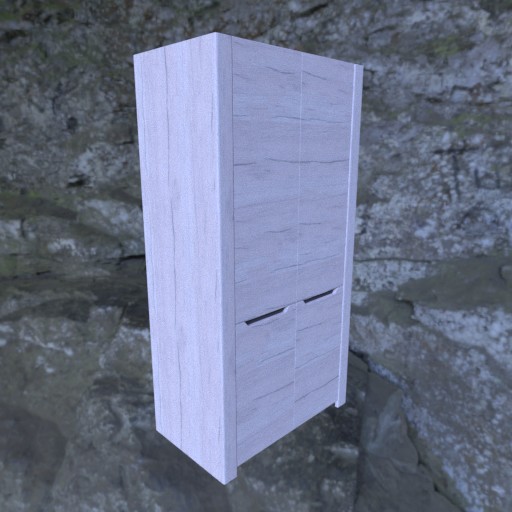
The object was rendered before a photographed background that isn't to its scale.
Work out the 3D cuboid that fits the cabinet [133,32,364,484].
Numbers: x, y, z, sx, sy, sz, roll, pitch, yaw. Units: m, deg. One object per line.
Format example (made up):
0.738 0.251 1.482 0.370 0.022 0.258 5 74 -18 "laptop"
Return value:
0.000 0.000 2.359 0.980 1.930 0.580 -13 19 -43 "cabinet"
